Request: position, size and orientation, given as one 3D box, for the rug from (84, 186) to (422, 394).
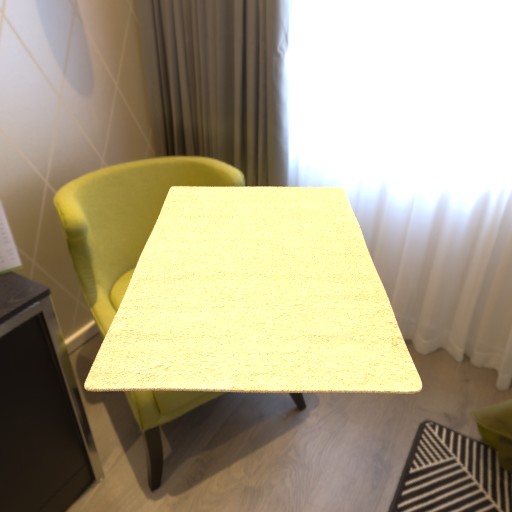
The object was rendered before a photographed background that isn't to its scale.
[{"bbox_3d":[0.000,0.000,3.468,1.798,0.025,2.698,0,32,1],"label":"rug"}]
